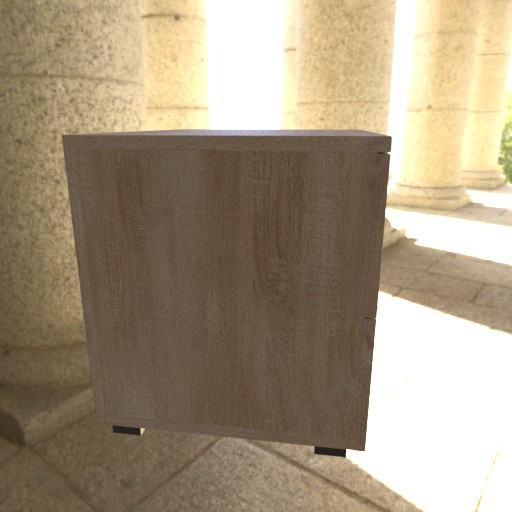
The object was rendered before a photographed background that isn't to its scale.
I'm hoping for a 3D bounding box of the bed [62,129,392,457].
[{"bbox_3d":[0.000,0.000,0.778,0.401,0.420,0.460,3,17,8],"label":"bed"}]
